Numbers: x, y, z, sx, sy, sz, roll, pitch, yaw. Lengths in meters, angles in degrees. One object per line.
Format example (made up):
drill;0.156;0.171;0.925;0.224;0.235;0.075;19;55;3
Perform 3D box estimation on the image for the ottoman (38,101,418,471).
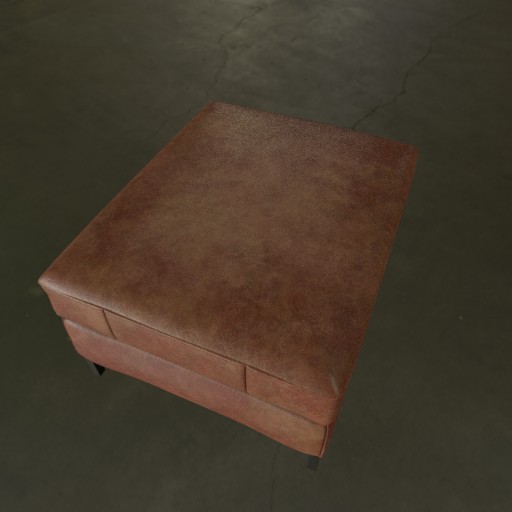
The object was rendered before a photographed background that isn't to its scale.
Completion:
ottoman;0.000;0.000;1.760;0.965;0.667;1.186;18;50;15
